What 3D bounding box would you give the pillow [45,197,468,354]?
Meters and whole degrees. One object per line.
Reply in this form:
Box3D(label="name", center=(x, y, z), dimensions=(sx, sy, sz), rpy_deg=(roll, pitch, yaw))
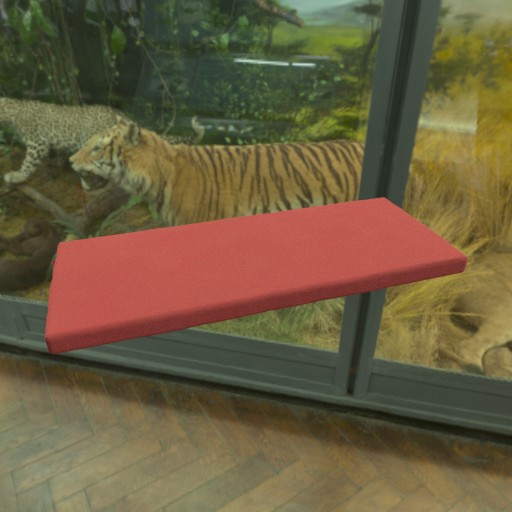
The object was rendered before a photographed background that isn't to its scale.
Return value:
Box3D(label="pillow", center=(0.000, 0.000, 1.342), dimensions=(1.187, 0.081, 0.492), rpy_deg=(-9, 33, -15))
